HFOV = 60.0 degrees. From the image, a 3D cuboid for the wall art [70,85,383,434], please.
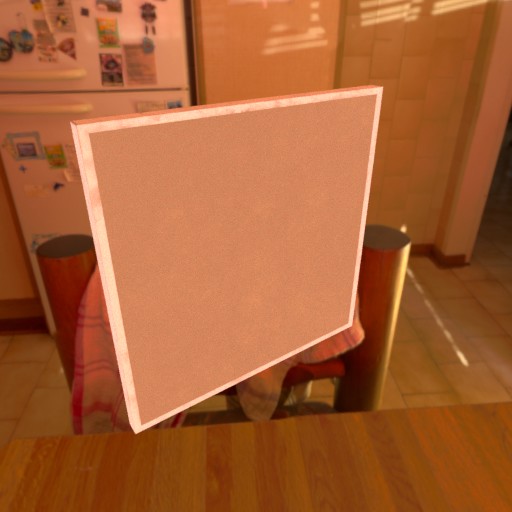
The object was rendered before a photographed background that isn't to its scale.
[{"bbox_3d":[0.000,0.000,1.128,0.760,0.757,0.038,-19,34,-30],"label":"wall art"}]
